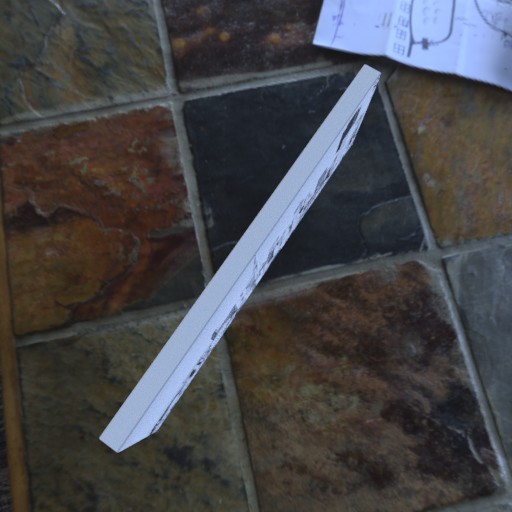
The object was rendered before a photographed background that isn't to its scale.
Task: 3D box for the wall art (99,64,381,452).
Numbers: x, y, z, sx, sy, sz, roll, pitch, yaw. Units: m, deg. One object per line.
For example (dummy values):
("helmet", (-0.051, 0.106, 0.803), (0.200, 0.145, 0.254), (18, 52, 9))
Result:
("wall art", (0.000, 0.000, 0.846), (0.036, 0.256, 0.766), (33, 77, 8))
